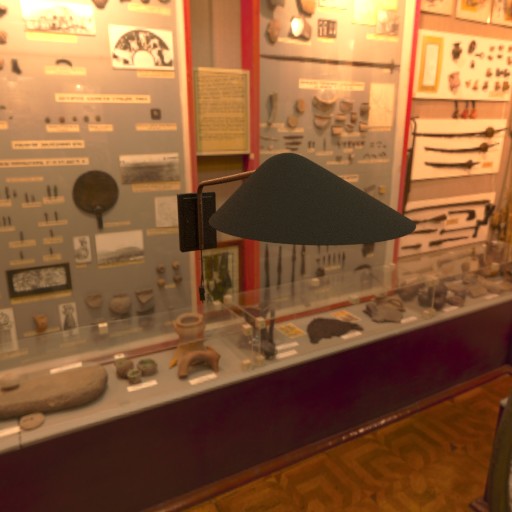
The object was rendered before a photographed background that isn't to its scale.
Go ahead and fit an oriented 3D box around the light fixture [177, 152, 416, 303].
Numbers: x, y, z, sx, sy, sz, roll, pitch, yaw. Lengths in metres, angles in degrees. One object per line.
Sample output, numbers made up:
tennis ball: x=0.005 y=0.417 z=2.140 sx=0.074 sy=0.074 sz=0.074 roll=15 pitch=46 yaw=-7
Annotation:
light fixture: x=0.000 y=0.000 z=0.668 sx=0.240 sy=0.312 sz=0.516 roll=-8 pitch=18 yaw=-26
